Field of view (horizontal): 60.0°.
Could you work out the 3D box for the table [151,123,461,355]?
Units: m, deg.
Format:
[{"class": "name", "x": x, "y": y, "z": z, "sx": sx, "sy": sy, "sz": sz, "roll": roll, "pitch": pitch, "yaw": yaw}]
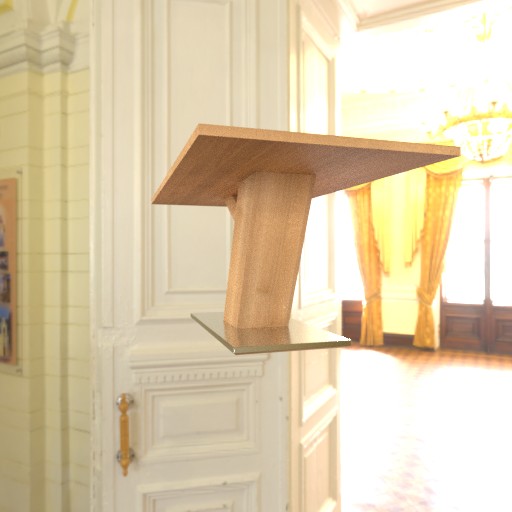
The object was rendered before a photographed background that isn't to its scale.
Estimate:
[{"class": "table", "x": 0.000, "y": 0.000, "z": 2.235, "sx": 0.900, "sy": 0.750, "sz": 1.800, "roll": 0, "pitch": 0, "yaw": -17}]
